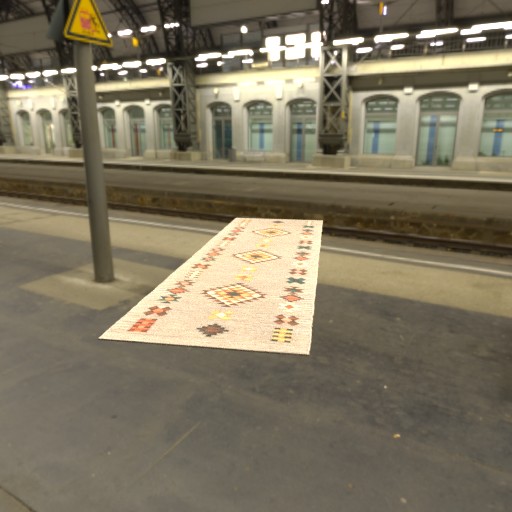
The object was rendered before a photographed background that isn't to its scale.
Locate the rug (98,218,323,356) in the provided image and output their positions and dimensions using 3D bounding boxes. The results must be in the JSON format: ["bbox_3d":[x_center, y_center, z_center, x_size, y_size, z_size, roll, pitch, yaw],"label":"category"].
[{"bbox_3d":[0.000,0.000,2.701,0.766,0.008,2.432,2,16,9],"label":"rug"}]
